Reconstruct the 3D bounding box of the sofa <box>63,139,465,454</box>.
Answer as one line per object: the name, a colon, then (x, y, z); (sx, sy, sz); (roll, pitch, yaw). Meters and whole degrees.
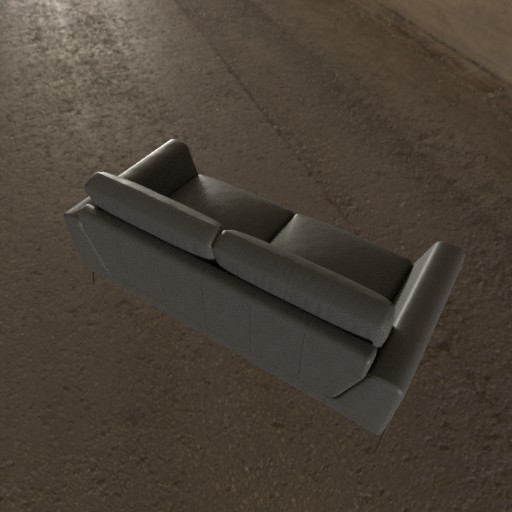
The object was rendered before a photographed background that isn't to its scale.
sofa: (0.000, 0.000, 2.518); (2.017, 0.875, 0.953); (25, 51, 22)
